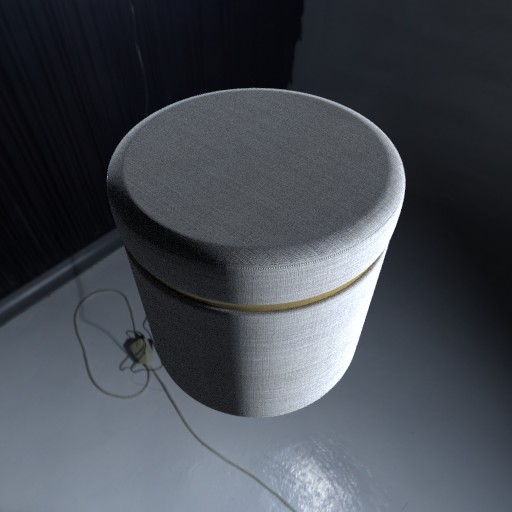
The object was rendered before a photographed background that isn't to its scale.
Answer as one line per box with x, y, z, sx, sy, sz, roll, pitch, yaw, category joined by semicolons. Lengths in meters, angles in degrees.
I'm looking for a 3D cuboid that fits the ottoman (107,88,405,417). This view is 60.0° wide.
0.000;0.000;0.742;0.400;0.406;0.400;0;47;0;ottoman
